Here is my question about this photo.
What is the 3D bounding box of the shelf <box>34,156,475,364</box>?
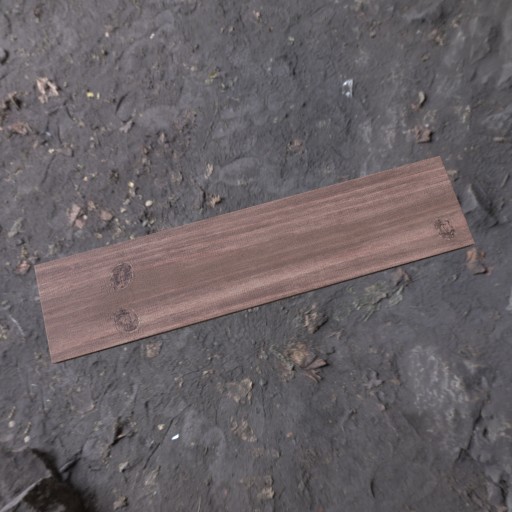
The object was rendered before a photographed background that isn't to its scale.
[{"bbox_3d":[0.000,0.000,0.637,0.610,0.020,0.140,-16,78,-3],"label":"shelf"}]
